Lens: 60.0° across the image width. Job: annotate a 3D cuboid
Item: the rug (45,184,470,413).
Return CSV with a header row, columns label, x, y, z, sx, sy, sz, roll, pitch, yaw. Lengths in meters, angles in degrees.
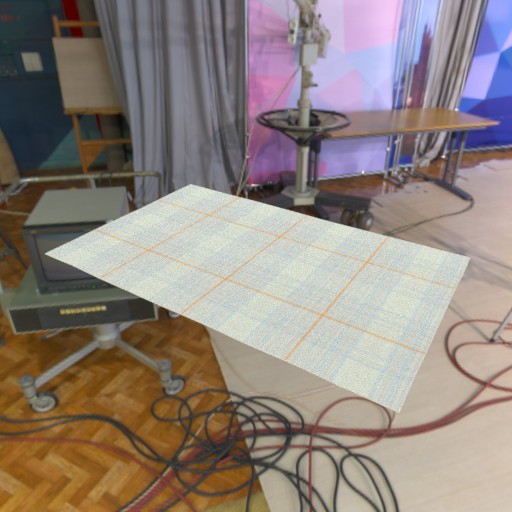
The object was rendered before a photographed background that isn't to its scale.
label,x,y,z,sx,sy,sz,roll,pitch,yaw
rug,0.000,0.000,2.998,2.442,0.016,1.527,18,35,28
